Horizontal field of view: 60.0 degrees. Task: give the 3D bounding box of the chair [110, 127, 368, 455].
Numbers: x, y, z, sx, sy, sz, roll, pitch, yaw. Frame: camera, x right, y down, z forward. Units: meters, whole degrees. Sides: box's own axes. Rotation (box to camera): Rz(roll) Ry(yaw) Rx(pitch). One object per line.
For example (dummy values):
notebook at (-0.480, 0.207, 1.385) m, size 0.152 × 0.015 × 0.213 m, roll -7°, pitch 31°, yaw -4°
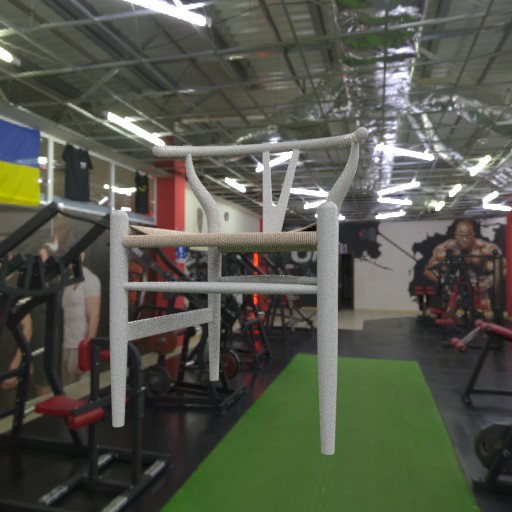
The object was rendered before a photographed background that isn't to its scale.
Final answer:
chair at (0.000, 0.000, 1.143) m, size 0.569 × 0.730 × 0.579 m, roll 0°, pitch -1°, yaw 18°
